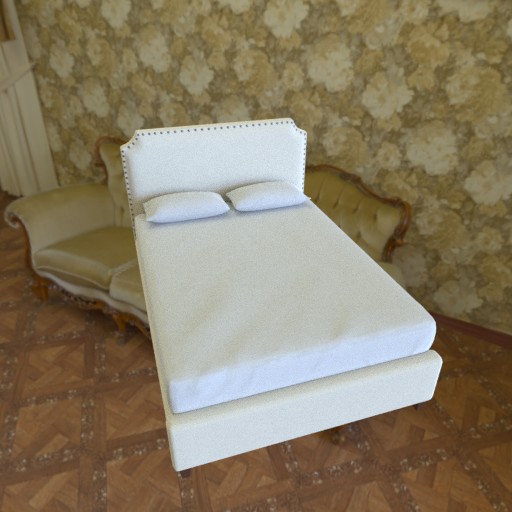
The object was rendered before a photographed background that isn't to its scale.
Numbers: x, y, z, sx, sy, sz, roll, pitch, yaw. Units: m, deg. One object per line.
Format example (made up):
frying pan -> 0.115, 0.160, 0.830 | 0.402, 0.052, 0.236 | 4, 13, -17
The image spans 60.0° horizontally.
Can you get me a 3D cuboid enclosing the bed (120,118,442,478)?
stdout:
bed -> 0.000, 0.000, 3.335 | 1.703, 1.415, 2.329 | -9, 32, -15
